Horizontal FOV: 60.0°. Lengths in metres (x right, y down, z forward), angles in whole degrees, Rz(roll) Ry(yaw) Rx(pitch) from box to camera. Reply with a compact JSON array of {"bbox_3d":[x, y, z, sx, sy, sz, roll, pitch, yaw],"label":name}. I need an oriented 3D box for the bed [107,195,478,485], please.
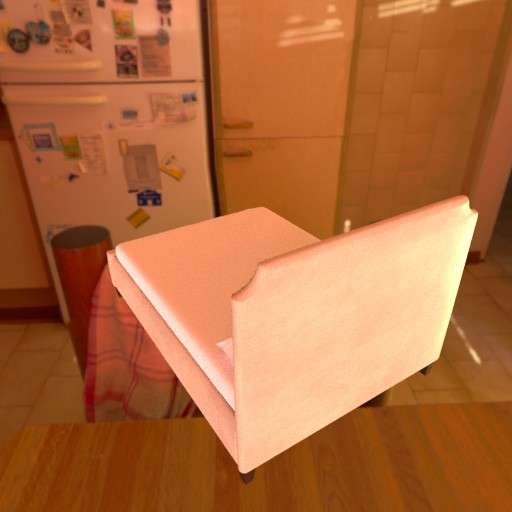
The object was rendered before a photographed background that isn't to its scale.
[{"bbox_3d":[0.000,0.000,3.394,1.712,1.443,2.372,-18,34,-28],"label":"bed"}]
